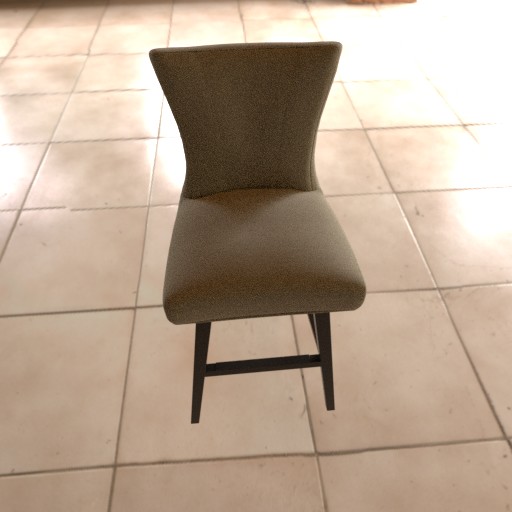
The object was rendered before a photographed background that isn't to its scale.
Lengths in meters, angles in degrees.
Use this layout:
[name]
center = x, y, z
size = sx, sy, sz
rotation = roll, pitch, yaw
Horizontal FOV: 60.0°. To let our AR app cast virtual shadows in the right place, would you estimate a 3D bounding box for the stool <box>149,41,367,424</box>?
[stool]
center = 0.000, 0.000, 1.370
size = 0.514, 1.086, 0.574
rotation = -4, 47, -4
